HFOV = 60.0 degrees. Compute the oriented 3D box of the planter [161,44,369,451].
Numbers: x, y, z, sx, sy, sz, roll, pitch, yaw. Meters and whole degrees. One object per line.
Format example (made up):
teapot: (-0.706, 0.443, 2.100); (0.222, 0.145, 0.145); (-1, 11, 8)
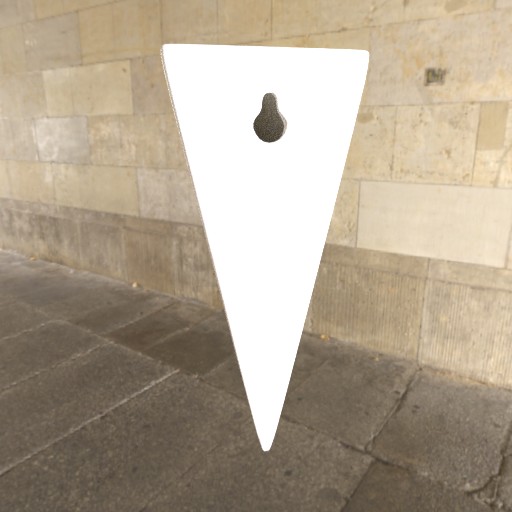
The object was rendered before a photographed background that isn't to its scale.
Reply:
planter: (0.000, 0.000, 0.275); (0.101, 0.224, 0.081); (-2, 15, -9)
